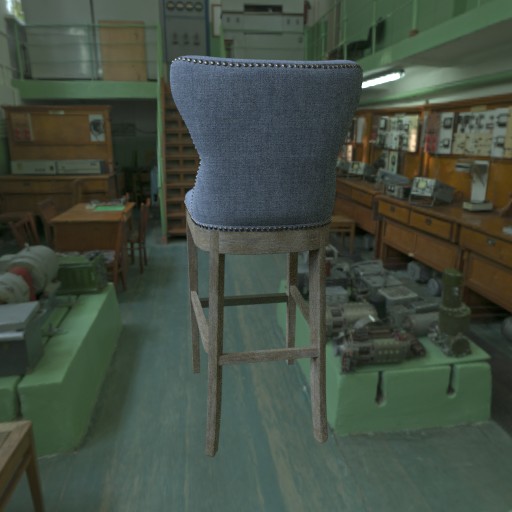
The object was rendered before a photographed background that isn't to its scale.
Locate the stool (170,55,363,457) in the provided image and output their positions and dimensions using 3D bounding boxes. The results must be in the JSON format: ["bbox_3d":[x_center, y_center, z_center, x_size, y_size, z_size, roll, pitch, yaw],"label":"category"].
[{"bbox_3d":[0.000,0.000,1.438,0.494,1.123,0.606,-3,16,-10],"label":"stool"}]
